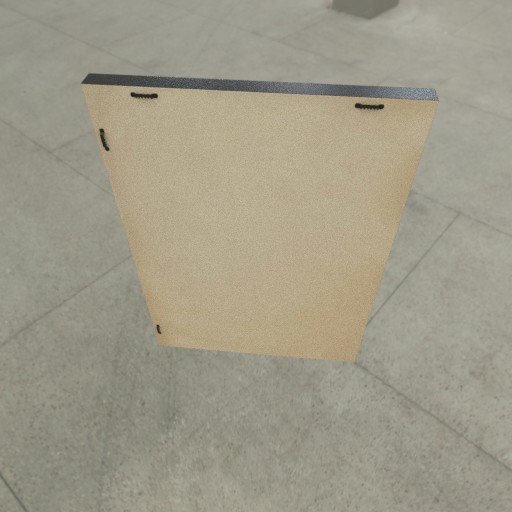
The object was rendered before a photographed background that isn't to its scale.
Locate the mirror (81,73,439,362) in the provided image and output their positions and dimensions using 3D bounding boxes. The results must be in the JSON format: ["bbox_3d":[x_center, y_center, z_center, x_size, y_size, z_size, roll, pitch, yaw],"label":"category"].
[{"bbox_3d":[0.000,0.000,0.894,0.507,0.710,0.040,4,47,4],"label":"mirror"}]
